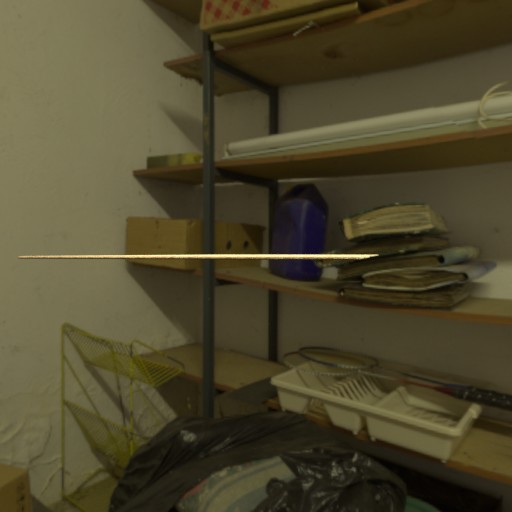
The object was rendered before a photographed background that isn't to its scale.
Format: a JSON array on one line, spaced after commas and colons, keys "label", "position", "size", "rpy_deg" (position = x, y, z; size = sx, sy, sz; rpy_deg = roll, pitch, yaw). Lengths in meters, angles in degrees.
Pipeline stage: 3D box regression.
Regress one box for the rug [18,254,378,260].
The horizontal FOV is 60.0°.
[{"label": "rug", "position": [0.000, 0.000, 2.951], "size": [1.526, 0.011, 2.435], "rpy_deg": [0, 0, 17]}]
